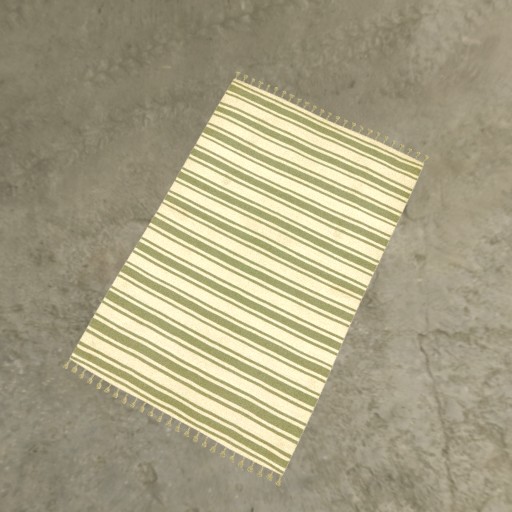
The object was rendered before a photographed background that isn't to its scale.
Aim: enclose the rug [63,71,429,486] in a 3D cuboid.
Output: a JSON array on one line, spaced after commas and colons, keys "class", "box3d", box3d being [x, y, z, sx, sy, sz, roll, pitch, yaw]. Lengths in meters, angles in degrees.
[{"class": "rug", "box3d": [0.000, 0.000, 2.987, 1.540, 0.018, 2.435, 26, 78, 6]}]
